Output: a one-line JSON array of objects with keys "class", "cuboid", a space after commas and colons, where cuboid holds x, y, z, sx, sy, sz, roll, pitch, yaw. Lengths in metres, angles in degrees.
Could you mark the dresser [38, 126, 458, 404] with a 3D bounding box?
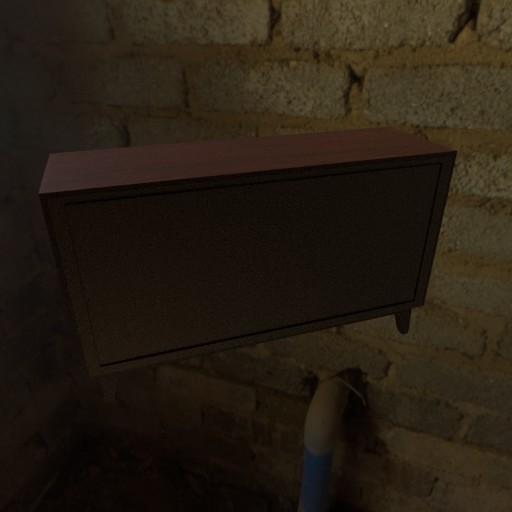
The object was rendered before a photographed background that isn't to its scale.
[{"class": "dresser", "cuboid": [0.000, 0.000, 2.057, 1.609, 0.971, 0.499, -9, 30, -16]}]
